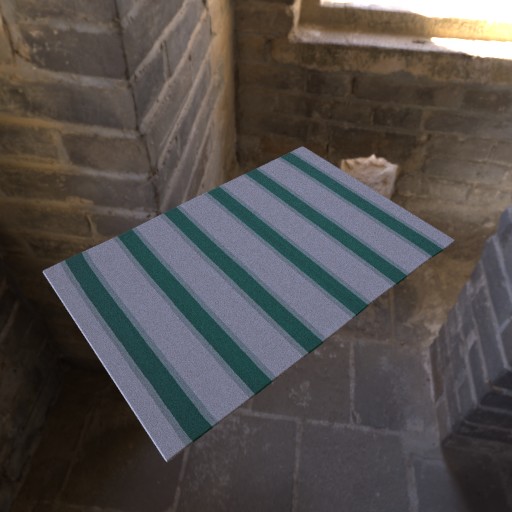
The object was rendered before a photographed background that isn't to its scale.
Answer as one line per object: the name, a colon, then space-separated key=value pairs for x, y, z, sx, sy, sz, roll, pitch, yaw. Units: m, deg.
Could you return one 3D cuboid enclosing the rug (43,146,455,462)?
rug: x=0.000 y=0.000 z=2.344 sx=1.829 sy=0.012 sz=1.210 roll=-31 pitch=53 yaw=-26
